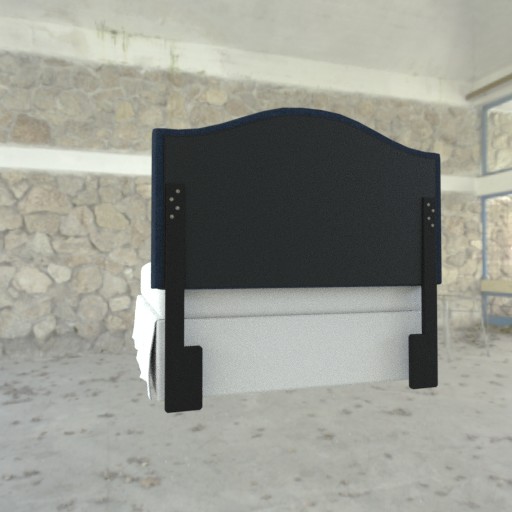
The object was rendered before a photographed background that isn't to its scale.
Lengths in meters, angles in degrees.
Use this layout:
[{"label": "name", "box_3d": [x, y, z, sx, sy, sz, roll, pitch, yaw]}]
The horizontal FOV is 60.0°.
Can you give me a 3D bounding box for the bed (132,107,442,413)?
[{"label": "bed", "box_3d": [0.000, 0.000, 3.325, 1.725, 1.518, 2.153, 0, -1, -17]}]
